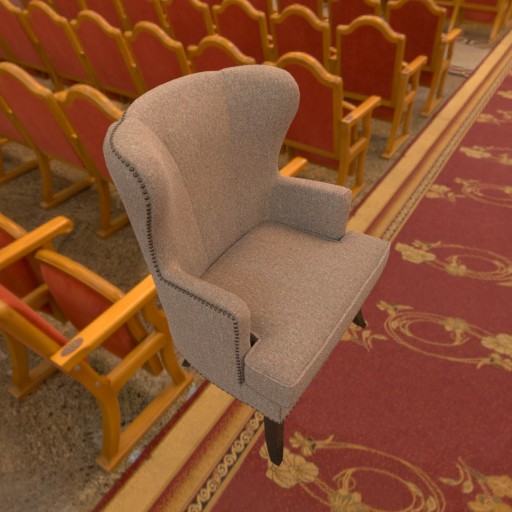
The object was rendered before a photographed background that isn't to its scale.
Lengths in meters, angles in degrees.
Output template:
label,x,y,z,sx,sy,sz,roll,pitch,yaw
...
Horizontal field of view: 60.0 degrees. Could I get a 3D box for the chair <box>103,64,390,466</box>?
label,x,y,z,sx,sy,sz,roll,pitch,yaw
chair,0.000,0.000,1.566,0.758,1.060,0.759,24,48,24
